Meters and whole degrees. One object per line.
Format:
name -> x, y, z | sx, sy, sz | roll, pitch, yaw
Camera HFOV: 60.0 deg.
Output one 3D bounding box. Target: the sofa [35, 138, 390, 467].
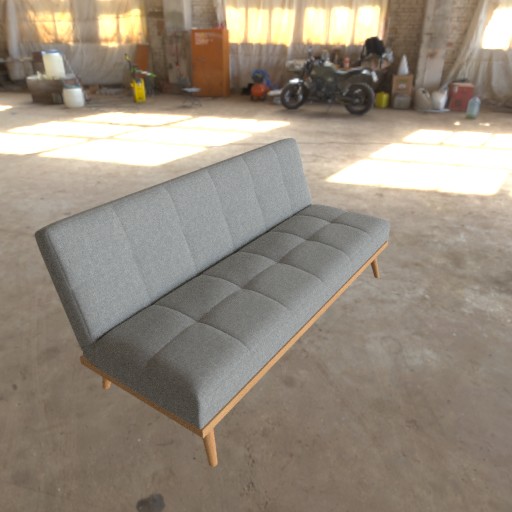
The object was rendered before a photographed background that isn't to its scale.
sofa -> 0.000, 0.000, 2.263 | 0.800, 0.800, 1.820 | 18, 32, 30
